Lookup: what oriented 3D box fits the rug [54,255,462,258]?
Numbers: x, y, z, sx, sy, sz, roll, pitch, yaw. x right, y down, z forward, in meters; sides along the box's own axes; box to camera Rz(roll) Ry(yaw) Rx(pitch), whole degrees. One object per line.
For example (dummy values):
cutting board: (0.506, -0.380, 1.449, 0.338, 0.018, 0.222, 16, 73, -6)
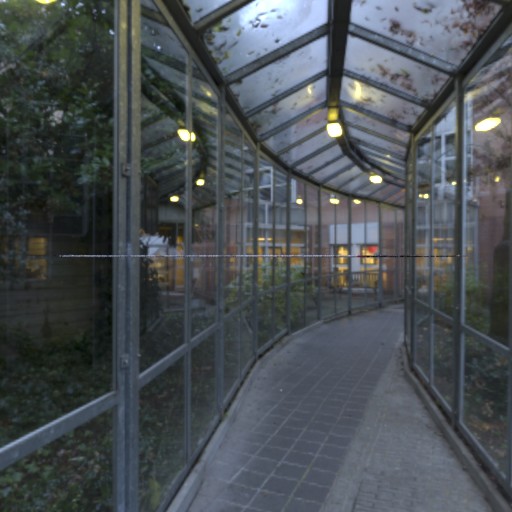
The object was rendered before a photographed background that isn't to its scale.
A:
rug: (0.000, 0.000, 2.299, 1.848, 0.012, 1.217, 0, 0, 36)
